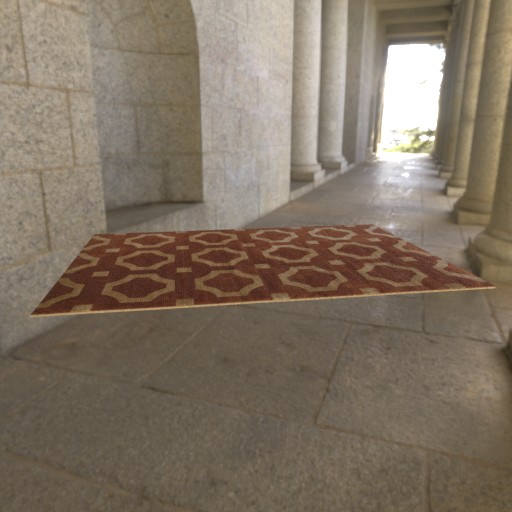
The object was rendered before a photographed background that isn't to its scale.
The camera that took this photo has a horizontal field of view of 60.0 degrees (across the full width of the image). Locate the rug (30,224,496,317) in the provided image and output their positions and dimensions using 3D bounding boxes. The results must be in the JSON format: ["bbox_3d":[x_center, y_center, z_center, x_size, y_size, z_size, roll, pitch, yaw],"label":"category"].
[{"bbox_3d":[0.000,0.000,2.871,2.286,0.016,1.555,-3,16,-9],"label":"rug"}]
